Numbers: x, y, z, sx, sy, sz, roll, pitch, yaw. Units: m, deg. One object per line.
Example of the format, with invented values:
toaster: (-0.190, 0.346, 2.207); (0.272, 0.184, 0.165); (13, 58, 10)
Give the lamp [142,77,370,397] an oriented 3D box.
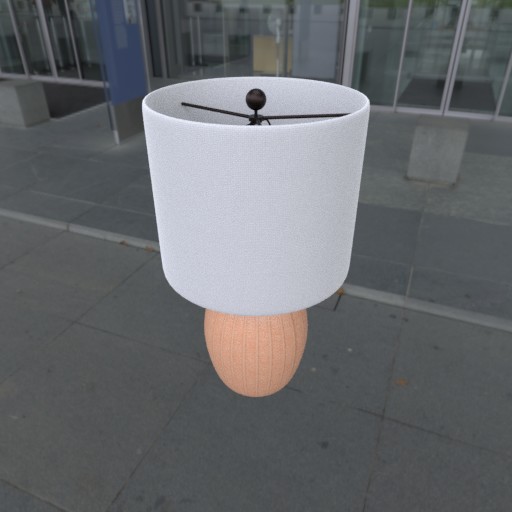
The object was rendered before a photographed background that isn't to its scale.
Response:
lamp: (0.000, 0.000, 0.793); (0.329, 0.570, 0.329); (0, 31, 0)
